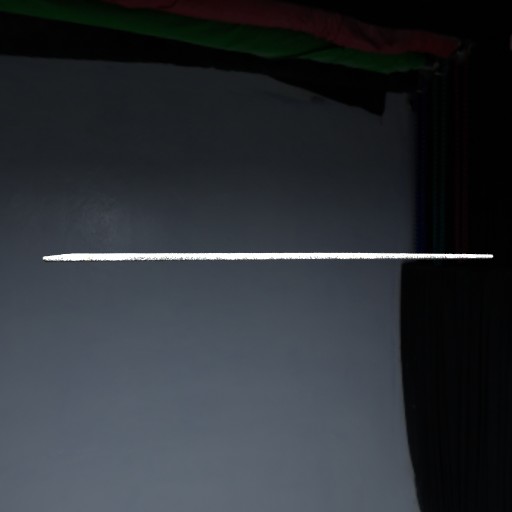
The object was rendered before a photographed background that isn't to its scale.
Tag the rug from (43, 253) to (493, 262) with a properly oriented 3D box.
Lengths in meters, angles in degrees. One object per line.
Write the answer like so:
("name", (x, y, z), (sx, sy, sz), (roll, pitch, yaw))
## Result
("rug", (0.000, 0.000, 3.331), (2.701, 0.026, 1.801), (0, 1, -19))
